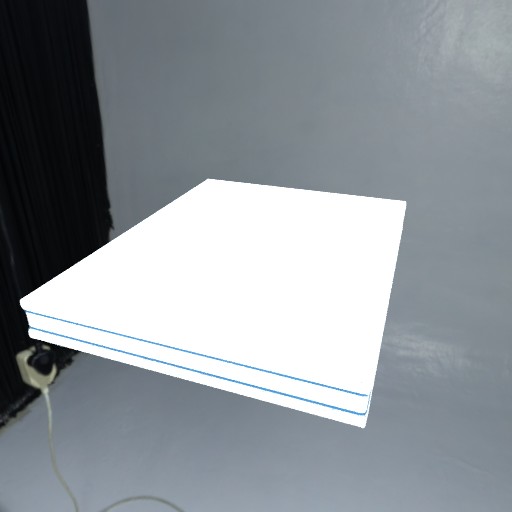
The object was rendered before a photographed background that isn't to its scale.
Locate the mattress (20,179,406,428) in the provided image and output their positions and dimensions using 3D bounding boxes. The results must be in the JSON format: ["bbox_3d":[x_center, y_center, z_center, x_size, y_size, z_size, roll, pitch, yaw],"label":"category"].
[{"bbox_3d":[0.000,0.000,2.683,1.600,0.230,2.000,9,28,18],"label":"mattress"}]
